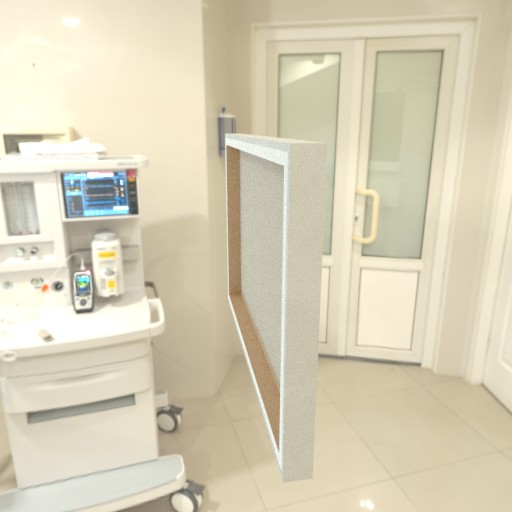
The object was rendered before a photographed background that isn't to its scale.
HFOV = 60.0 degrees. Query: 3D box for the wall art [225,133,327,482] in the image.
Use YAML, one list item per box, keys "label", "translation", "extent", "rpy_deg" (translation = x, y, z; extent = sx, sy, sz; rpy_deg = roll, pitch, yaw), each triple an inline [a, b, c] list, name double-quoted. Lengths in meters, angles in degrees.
- label: "wall art"
  translation: [0.000, 0.000, 0.782]
  extent: [0.038, 0.407, 0.609]
  rpy_deg: [-3, 17, -9]
